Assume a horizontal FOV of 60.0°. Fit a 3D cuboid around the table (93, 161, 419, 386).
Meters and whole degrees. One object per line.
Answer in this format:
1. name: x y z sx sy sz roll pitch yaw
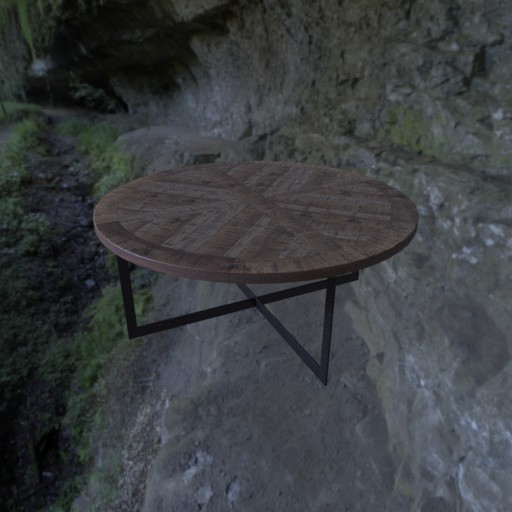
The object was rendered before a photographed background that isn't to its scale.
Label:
1. table: 0.000 0.000 1.924 1.264 0.516 1.264 0 26 0
